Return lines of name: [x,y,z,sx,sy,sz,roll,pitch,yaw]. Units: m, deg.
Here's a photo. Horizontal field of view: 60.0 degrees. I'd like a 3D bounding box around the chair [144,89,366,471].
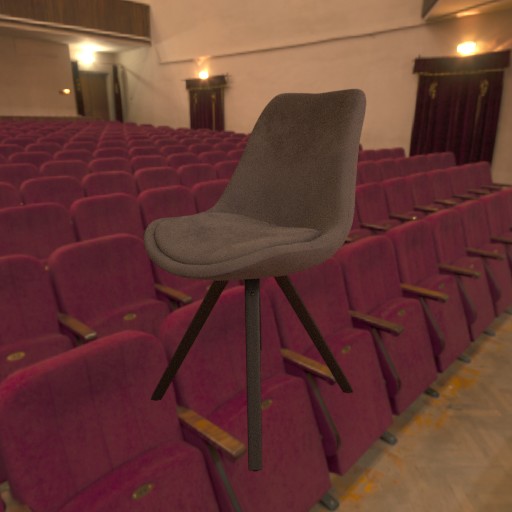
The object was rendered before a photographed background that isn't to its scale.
chair: [0.000,0.000,1.180,0.476,0.850,0.550,15,22,41]
